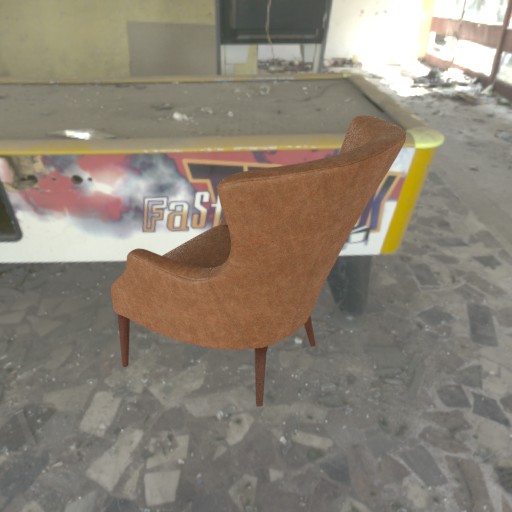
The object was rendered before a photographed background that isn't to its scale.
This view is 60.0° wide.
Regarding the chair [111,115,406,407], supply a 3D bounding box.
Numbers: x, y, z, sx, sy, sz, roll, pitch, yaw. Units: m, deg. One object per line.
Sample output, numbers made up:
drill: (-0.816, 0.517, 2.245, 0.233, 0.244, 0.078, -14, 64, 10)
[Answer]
chair: (0.000, 0.000, 1.750, 0.955, 1.067, 0.846, 20, 37, 30)
